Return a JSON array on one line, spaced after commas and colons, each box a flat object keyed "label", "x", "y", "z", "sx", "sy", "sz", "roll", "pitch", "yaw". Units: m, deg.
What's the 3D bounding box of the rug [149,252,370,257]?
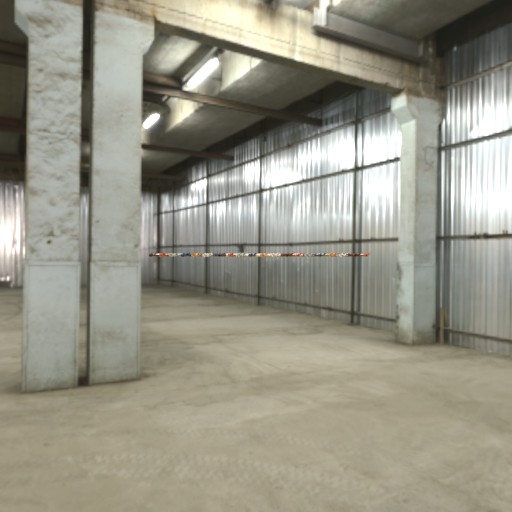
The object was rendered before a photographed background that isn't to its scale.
[{"label": "rug", "x": 0.000, "y": 0.000, "z": 2.816, "sx": 0.763, "sy": 0.015, "sz": 2.682, "roll": 0, "pitch": 0, "yaw": 0}]
